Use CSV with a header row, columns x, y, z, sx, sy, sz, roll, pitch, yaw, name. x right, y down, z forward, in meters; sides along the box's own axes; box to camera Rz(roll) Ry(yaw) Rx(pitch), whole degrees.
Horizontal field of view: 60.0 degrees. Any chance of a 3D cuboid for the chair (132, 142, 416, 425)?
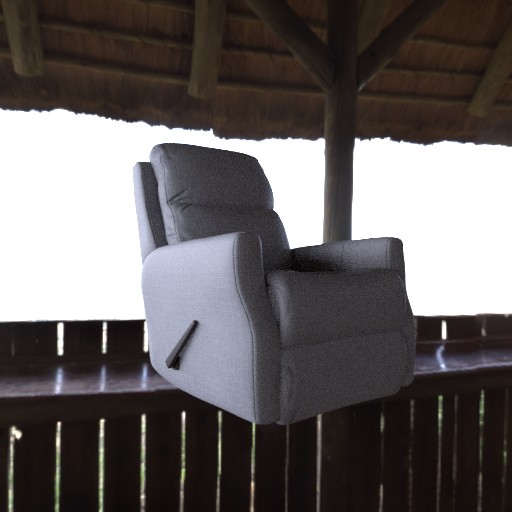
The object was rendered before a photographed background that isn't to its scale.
x,y,z,sx,sy,sz,roll,pitch,yaw,name
0.000,0.000,1.804,0.829,1.030,1.080,0,1,-35,chair
